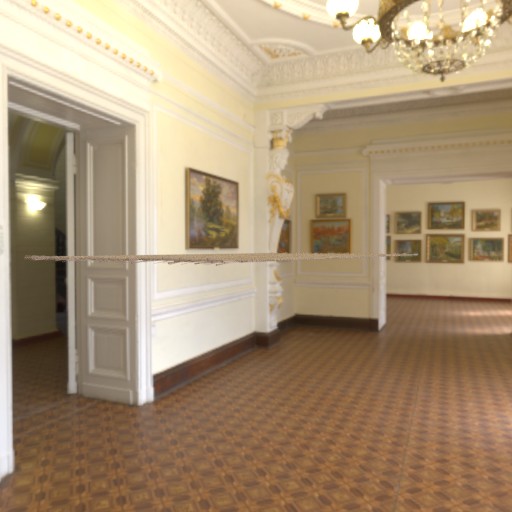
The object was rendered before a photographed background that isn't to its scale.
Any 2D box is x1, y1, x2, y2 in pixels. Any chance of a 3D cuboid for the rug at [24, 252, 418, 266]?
[{"bbox_3d":[0.000,0.000,3.125,1.528,0.034,2.523,1,1,36],"label":"rug"}]
